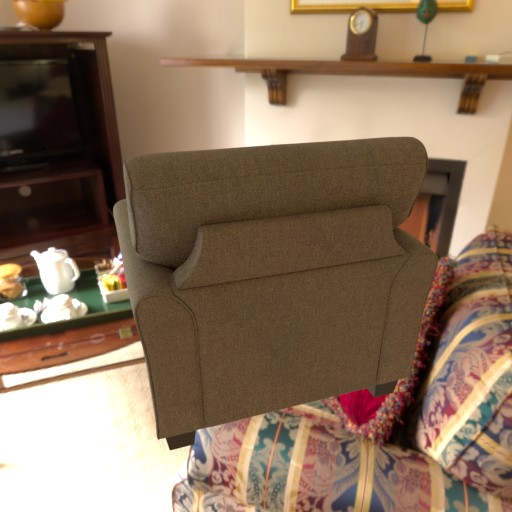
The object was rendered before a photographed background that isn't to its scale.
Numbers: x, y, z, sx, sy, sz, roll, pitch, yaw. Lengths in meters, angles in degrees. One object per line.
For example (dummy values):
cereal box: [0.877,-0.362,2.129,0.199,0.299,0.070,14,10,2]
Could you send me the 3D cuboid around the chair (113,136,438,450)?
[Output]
chair: [0.000,0.000,1.605,0.941,0.890,0.816,-8,27,-16]
